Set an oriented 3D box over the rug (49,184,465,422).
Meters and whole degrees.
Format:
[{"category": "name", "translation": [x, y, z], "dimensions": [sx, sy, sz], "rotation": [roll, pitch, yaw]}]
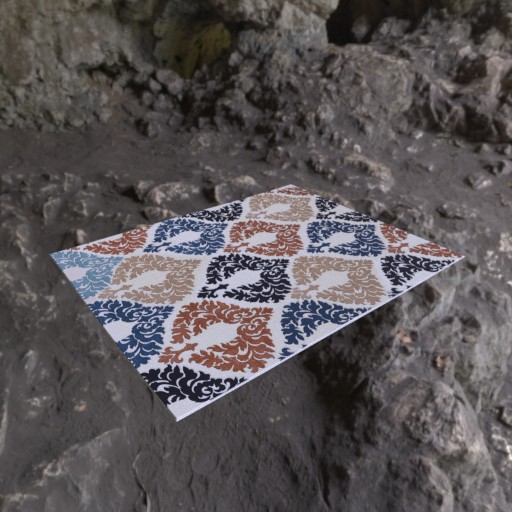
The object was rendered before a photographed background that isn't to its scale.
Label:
[{"category": "rug", "translation": [0.000, 0.000, 4.114], "dimensions": [3.040, 0.014, 2.423], "rotation": [-21, 36, -32]}]
